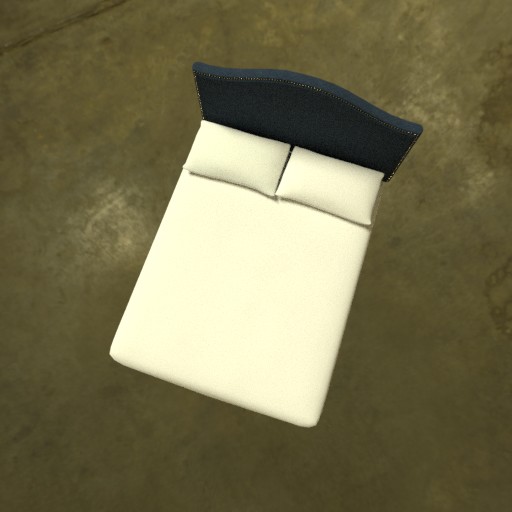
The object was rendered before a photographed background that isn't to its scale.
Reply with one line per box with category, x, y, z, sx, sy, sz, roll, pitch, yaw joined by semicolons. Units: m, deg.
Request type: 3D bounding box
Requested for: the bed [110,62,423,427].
bed;0.000;0.000;3.311;1.713;1.518;2.153;18;75;5
